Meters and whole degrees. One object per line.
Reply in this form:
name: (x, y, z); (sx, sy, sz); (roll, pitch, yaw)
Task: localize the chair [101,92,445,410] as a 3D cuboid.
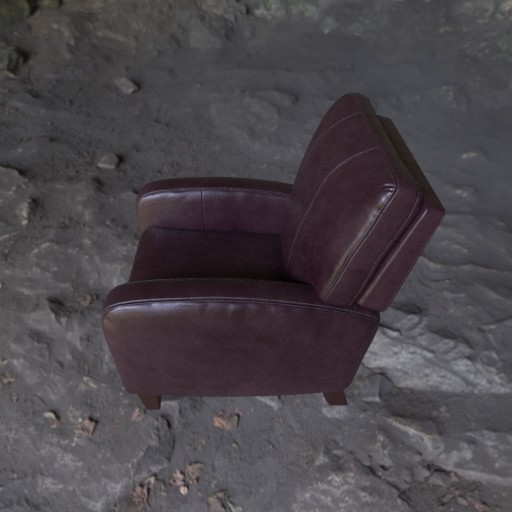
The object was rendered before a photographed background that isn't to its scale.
chair: (0.000, 0.000, 1.639); (0.990, 0.990, 0.762); (-1, 41, -1)
